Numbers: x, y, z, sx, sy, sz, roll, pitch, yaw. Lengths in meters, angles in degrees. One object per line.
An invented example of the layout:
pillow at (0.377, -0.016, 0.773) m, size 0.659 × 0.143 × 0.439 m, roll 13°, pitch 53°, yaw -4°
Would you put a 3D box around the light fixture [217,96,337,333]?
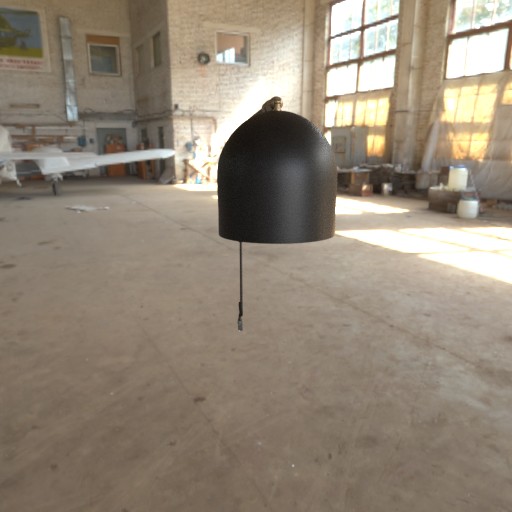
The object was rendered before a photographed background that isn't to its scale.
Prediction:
light fixture at (0.000, 0.000, 1.088) m, size 0.215 × 0.696 × 0.720 m, roll -2°, pitch 14°, yaw -8°
